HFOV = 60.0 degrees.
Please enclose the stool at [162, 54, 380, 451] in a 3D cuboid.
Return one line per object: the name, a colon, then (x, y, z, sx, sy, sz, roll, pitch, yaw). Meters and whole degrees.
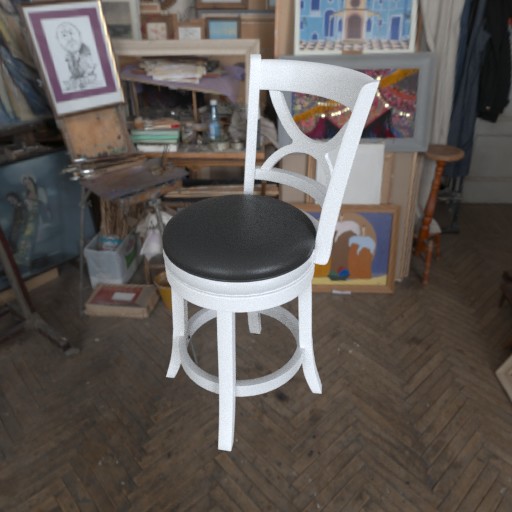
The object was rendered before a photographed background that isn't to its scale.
stool: (0.000, 0.000, 1.229, 0.508, 0.953, 0.444, -22, 39, -30)
